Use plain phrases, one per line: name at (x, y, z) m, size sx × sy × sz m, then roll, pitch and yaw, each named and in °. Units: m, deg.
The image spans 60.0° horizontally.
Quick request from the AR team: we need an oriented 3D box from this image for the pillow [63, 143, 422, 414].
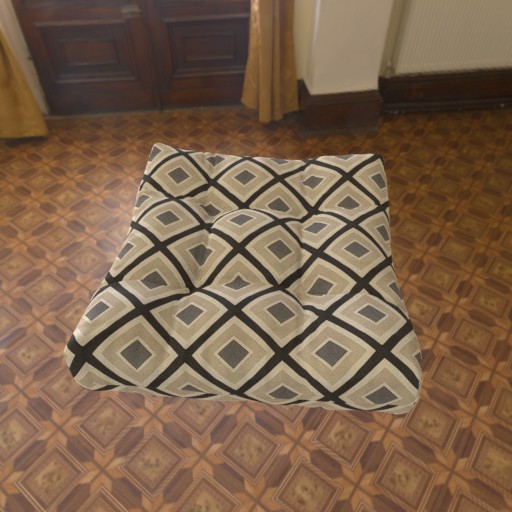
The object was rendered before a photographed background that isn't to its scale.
pillow at (0.000, 0.000, 0.730) m, size 0.468 × 0.128 × 0.490 m, roll 3°, pitch 47°, yaw 3°
